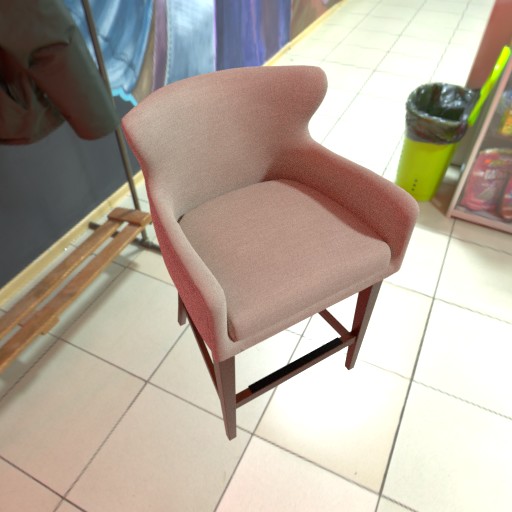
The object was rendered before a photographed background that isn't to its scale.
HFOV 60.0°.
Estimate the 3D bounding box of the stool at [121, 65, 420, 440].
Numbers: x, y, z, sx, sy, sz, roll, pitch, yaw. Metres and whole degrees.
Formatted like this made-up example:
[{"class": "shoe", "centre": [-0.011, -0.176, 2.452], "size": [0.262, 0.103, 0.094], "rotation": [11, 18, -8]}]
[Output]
[{"class": "stool", "centre": [0.000, 0.000, 1.398], "size": [0.615, 0.987, 0.637], "rotation": [-23, 50, -21]}]
